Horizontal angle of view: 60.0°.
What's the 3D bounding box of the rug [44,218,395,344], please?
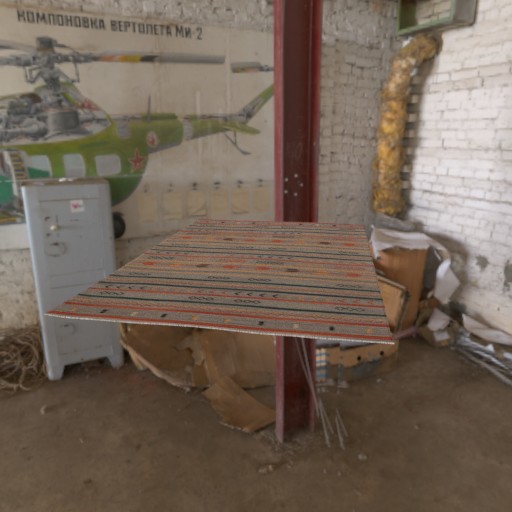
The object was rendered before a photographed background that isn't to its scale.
[{"bbox_3d":[0.000,0.000,2.354,1.220,0.017,1.835,3,16,10],"label":"rug"}]
